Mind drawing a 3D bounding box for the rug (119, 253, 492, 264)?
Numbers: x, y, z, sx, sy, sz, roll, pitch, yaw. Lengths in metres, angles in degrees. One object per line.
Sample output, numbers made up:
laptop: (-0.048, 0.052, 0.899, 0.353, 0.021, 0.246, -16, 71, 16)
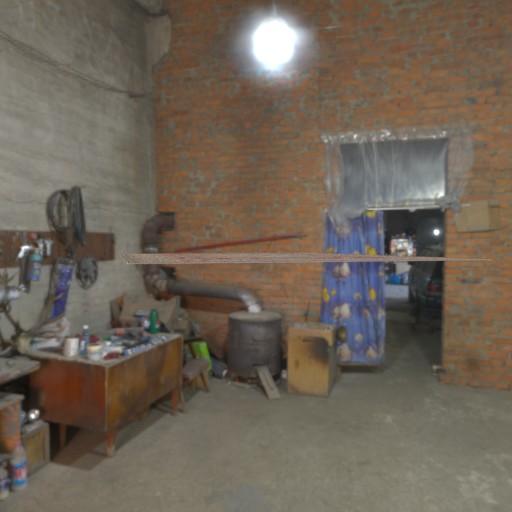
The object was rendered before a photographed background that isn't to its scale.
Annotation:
rug: (0.000, 0.000, 4.195, 2.451, 0.008, 3.143, 0, 1, -18)
